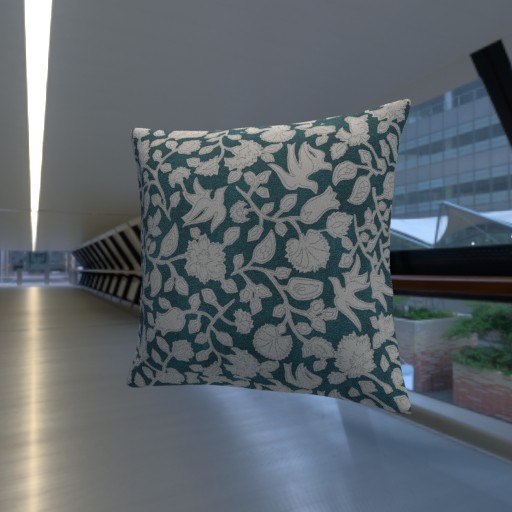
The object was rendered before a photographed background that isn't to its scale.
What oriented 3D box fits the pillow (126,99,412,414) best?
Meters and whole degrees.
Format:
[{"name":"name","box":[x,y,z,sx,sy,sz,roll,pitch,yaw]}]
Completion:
[{"name":"pillow","box":[0.000,0.000,0.792,0.525,0.508,0.166,0,-1,18]}]
